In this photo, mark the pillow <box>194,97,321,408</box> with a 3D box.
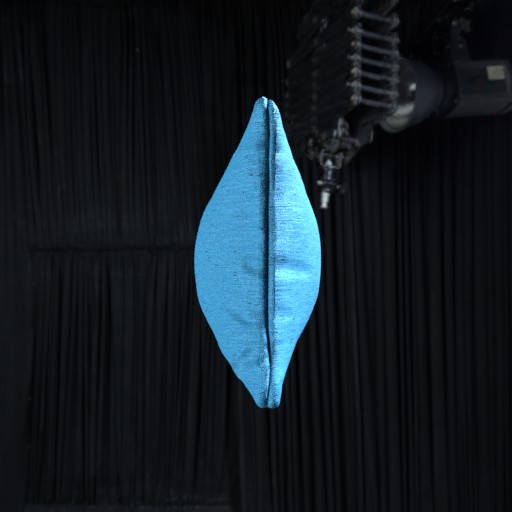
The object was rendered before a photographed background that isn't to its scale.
[{"bbox_3d":[0.000,0.000,0.787,0.210,0.338,0.633,0,-1,-1],"label":"pillow"}]
